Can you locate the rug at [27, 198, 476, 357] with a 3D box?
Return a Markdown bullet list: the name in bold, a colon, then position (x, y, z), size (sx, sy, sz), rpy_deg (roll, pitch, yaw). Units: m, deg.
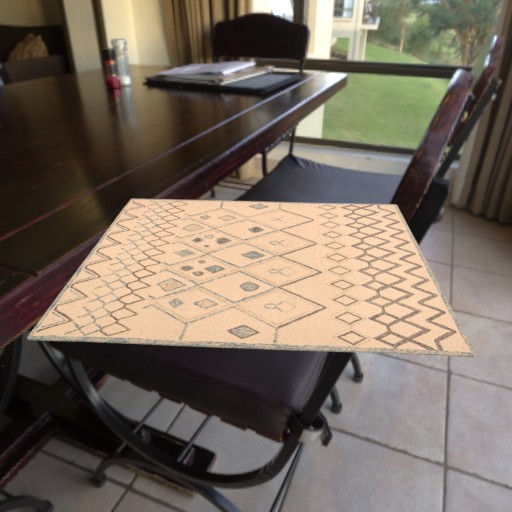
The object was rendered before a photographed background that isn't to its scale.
- **rug**: position (0.000, 0.000, 4.045), size (3.056, 0.013, 2.441), rpy_deg (2, 31, 3)
